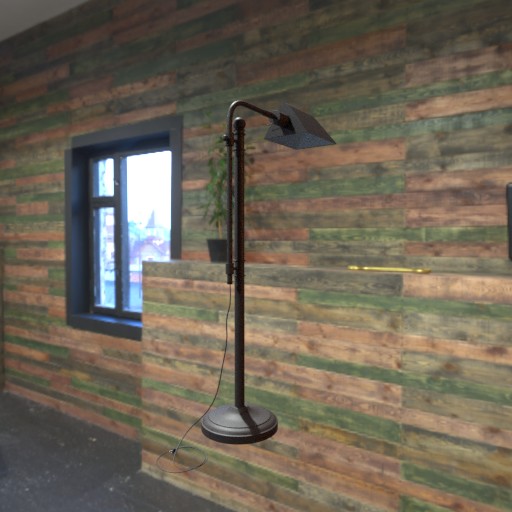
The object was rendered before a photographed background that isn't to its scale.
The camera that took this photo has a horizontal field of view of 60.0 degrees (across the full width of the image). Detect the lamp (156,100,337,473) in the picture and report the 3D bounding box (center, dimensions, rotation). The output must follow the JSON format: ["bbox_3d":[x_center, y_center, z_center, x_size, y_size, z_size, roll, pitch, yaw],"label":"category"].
[{"bbox_3d":[0.000,0.000,0.955,0.159,0.708,0.545,1,2,35],"label":"lamp"}]
